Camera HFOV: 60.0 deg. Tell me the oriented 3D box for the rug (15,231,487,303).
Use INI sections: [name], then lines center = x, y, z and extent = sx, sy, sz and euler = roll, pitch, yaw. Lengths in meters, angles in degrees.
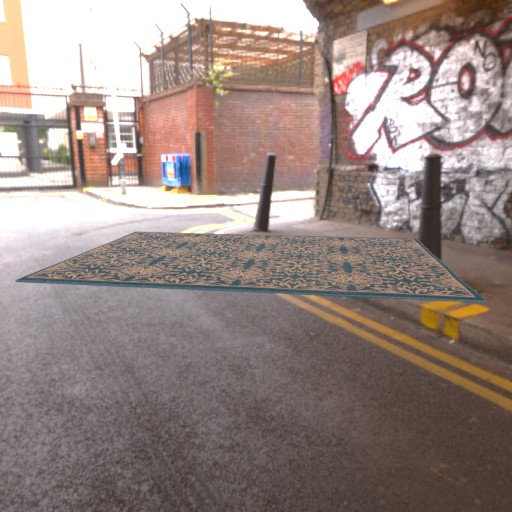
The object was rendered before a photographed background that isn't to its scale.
[rug]
center = 0.000, 0.000, 2.282
extent = 1.833, 0.012, 1.211
euler = 2, 13, 8
